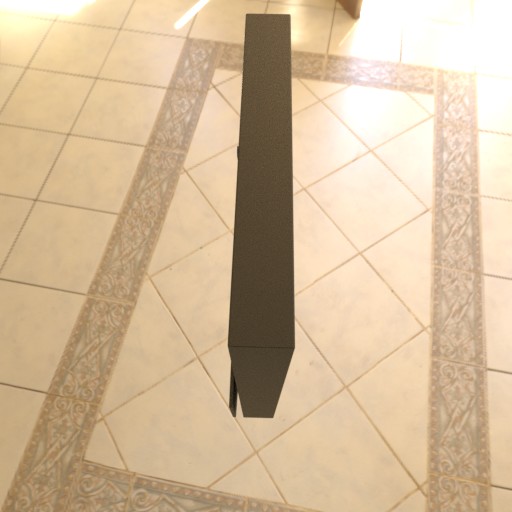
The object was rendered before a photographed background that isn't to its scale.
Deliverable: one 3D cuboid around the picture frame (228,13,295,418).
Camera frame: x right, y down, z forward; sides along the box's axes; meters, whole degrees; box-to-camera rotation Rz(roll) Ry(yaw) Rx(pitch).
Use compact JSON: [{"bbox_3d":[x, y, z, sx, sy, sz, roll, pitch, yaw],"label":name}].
[{"bbox_3d":[0.000,0.000,0.381,0.042,0.284,0.232,1,64,1],"label":"picture frame"}]
